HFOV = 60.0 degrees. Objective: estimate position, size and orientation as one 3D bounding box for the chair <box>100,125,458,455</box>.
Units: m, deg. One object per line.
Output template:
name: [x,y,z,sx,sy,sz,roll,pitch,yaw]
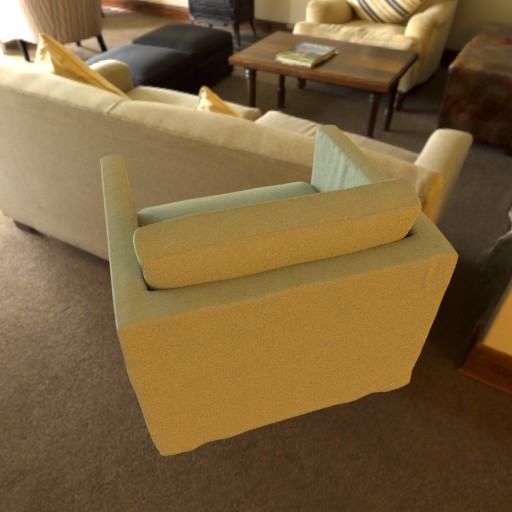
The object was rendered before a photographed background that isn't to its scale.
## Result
chair: [0.000,0.000,1.728,1.057,0.863,0.949,-12,43,-13]
